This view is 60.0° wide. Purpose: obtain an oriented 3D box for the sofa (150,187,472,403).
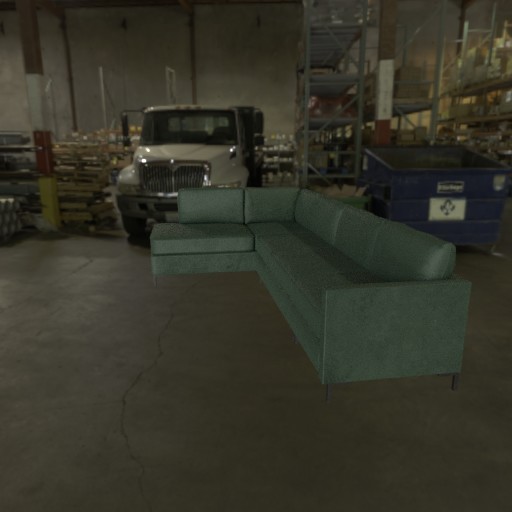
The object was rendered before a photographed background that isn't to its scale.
[{"bbox_3d":[0.000,0.000,4.143,2.048,0.996,3.384,-2,15,-9],"label":"sofa"}]
